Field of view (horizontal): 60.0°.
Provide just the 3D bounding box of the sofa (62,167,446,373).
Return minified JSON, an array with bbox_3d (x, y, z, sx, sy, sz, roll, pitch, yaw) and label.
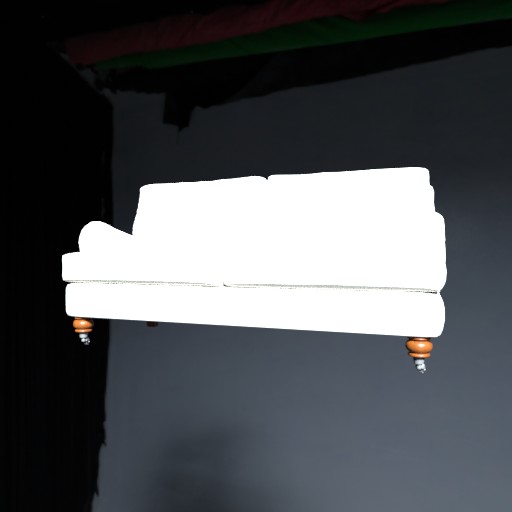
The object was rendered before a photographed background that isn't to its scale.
[{"bbox_3d":[0.000,0.000,2.772,2.159,1.087,1.086,0,0,20],"label":"sofa"}]
